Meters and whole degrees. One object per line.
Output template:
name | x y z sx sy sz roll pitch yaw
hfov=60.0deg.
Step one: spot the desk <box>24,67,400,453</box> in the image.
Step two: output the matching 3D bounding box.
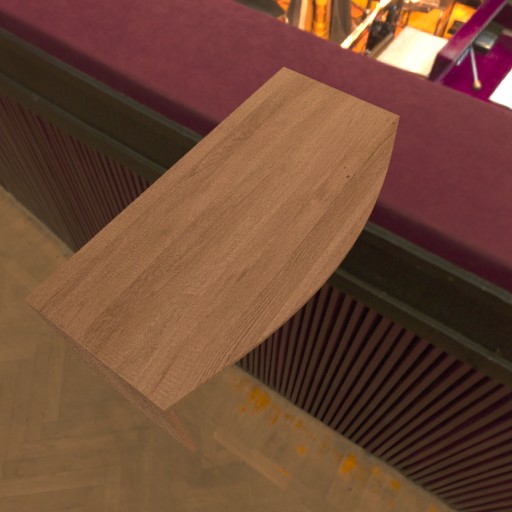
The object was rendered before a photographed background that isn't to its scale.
desk | 0.000 0.000 2.053 0.802 0.752 1.600 31 62 18
